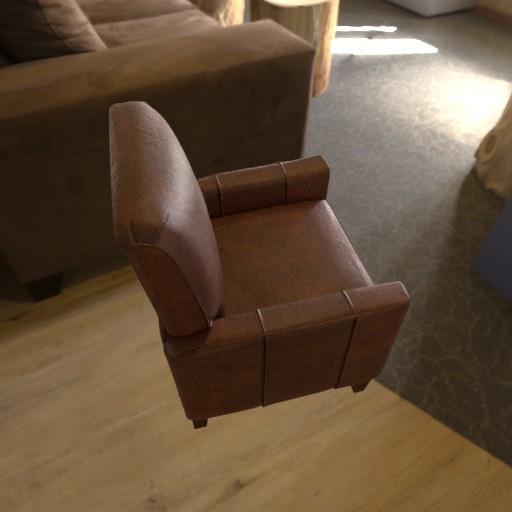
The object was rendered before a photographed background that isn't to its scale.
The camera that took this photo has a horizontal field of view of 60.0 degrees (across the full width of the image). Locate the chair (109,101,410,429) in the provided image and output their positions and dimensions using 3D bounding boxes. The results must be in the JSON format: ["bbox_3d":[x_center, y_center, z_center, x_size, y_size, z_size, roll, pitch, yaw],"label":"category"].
[{"bbox_3d":[0.000,0.000,1.651,0.836,1.043,0.843,-10,47,-10],"label":"chair"}]
